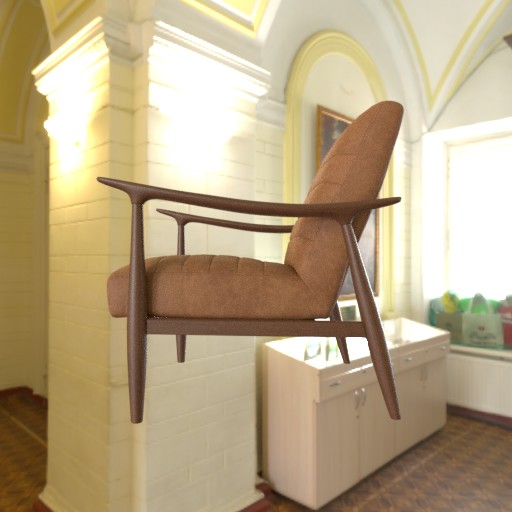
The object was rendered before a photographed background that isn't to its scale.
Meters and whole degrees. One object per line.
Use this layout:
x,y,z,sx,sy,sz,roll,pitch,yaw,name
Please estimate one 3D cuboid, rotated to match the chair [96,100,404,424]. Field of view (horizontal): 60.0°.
0.000,0.000,1.433,0.798,0.832,0.741,0,-1,0,chair
